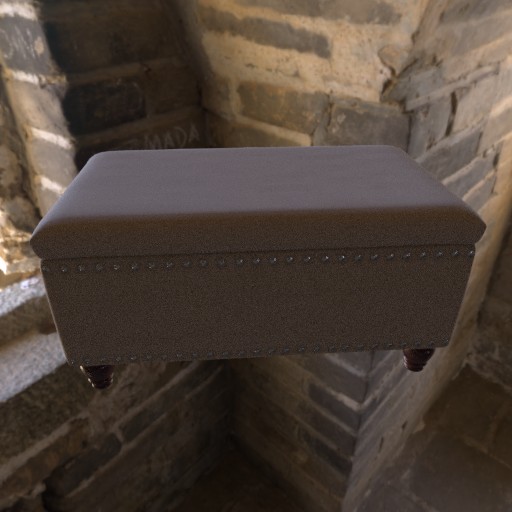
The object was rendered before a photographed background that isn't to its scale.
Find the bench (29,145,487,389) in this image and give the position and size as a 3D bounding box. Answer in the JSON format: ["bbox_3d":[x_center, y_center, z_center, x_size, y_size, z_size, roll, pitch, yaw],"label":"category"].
[{"bbox_3d":[0.000,0.000,1.156,0.887,0.449,0.500,-2,30,-4],"label":"bench"}]
